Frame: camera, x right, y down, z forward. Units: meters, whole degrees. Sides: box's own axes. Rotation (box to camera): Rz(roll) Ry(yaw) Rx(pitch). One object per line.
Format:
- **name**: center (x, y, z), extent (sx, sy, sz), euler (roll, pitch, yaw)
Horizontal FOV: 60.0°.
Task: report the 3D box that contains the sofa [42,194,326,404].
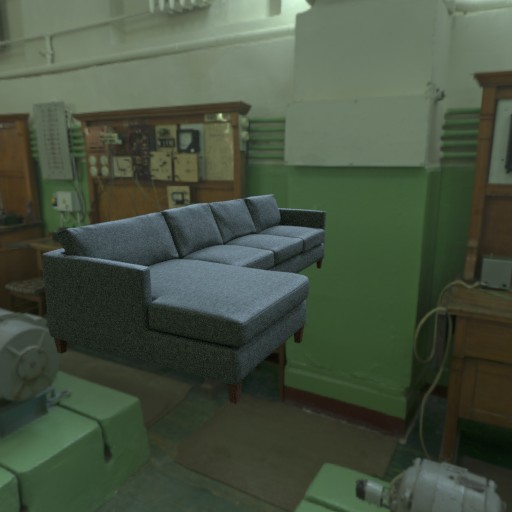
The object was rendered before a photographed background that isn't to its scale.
- **sofa**: center (0.000, 0.000, 4.260), extent (1.635, 0.960, 3.485), euler (6, 14, 27)
